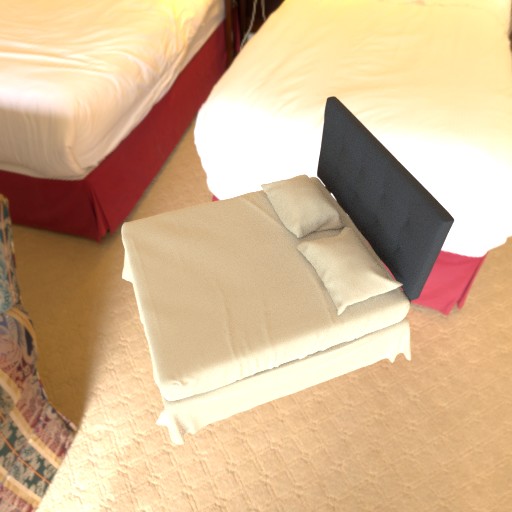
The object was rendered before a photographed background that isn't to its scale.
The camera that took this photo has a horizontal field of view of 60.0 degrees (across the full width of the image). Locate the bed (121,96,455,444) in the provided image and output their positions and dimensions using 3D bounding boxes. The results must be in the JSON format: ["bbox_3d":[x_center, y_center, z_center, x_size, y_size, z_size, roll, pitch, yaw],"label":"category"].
[{"bbox_3d":[0.000,0.000,3.592,2.222,1.577,1.936,-16,50,-14],"label":"bed"}]
